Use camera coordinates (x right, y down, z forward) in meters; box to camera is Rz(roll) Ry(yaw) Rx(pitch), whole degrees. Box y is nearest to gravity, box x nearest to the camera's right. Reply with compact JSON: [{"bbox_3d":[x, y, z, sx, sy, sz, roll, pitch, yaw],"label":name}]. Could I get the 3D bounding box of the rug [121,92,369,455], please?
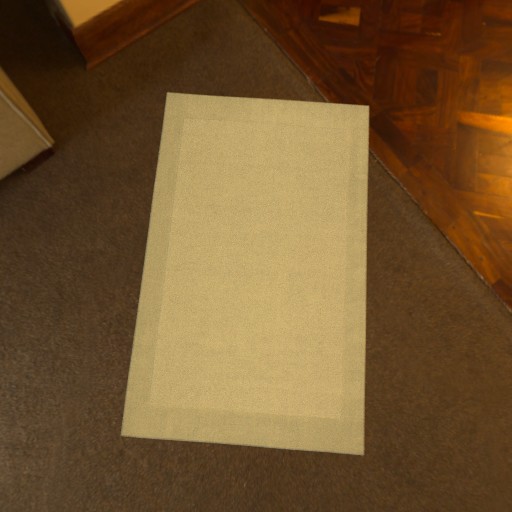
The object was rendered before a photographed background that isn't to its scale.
[{"bbox_3d":[0.000,0.000,3.050,1.524,0.014,2.438,4,76,1],"label":"rug"}]
